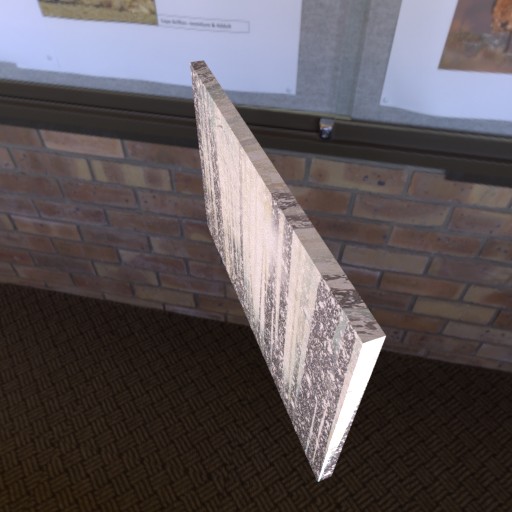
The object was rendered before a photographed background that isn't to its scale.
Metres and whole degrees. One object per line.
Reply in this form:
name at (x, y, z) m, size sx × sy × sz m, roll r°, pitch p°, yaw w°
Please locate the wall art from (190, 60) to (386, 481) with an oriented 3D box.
wall art at (0.000, 0.000, 1.107) m, size 0.038 × 0.598 × 0.919 m, roll -15°, pitch 49°, yaw -14°
